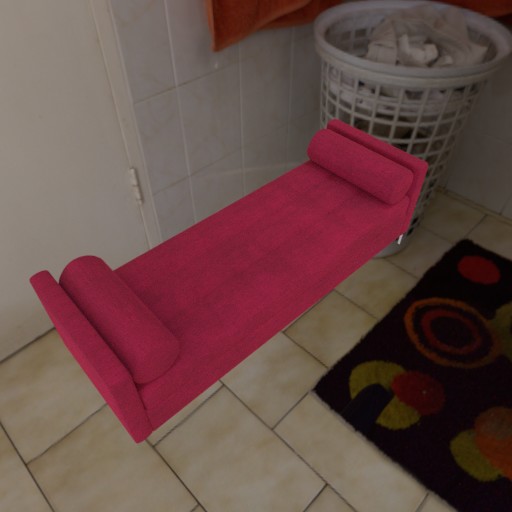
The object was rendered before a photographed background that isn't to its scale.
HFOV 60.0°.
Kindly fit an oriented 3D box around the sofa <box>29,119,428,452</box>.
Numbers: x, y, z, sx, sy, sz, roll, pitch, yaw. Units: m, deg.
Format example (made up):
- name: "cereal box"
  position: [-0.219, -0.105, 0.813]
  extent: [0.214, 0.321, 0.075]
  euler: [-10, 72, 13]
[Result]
- name: "sofa"
  position: [0.000, 0.000, 2.362]
  extent: [1.981, 0.635, 0.686]
  euler: [-33, 54, -28]
